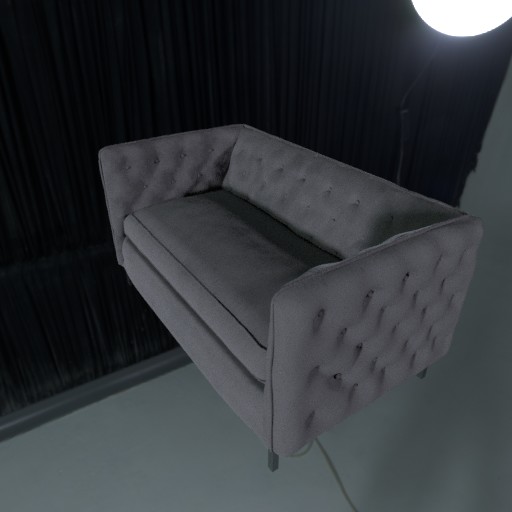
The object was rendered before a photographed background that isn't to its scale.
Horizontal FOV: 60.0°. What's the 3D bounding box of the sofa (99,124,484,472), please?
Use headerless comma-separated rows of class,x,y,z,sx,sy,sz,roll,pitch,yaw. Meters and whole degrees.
sofa,0.000,0.000,2.056,0.909,0.810,1.583,-19,36,-29
